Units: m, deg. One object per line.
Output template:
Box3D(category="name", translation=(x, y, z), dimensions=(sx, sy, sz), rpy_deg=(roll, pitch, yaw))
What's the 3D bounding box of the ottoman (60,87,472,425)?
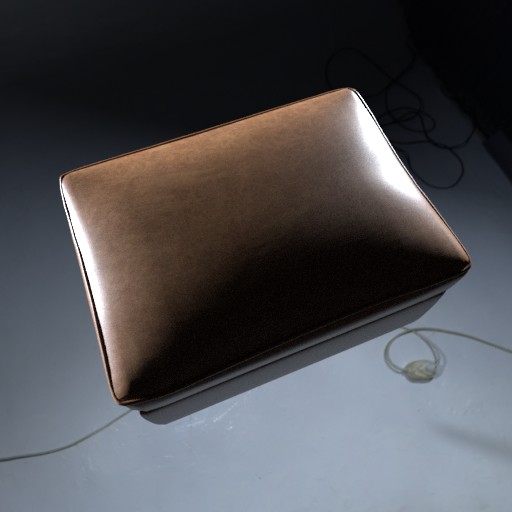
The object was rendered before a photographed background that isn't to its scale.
Box3D(category="ottoman", translation=(0.000, 0.000, 1.100), dimensions=(0.756, 0.468, 0.554), rpy_deg=(-20, 65, -9))
